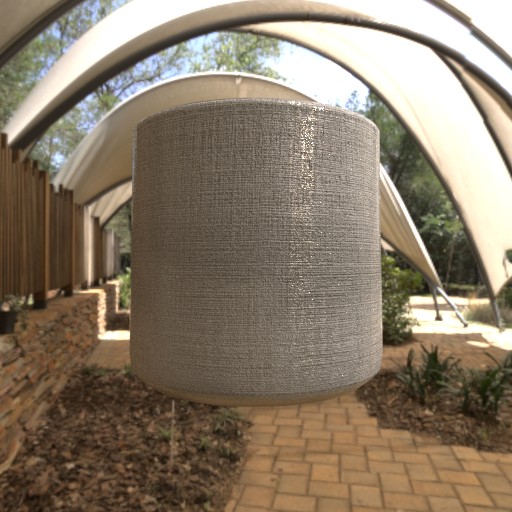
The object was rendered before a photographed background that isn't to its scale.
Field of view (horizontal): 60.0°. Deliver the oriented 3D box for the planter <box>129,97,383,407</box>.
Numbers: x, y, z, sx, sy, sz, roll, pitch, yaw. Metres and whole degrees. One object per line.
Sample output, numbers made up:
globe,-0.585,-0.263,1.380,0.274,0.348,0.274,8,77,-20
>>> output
planter,0.000,0.000,0.292,0.160,0.156,0.160,0,0,0
